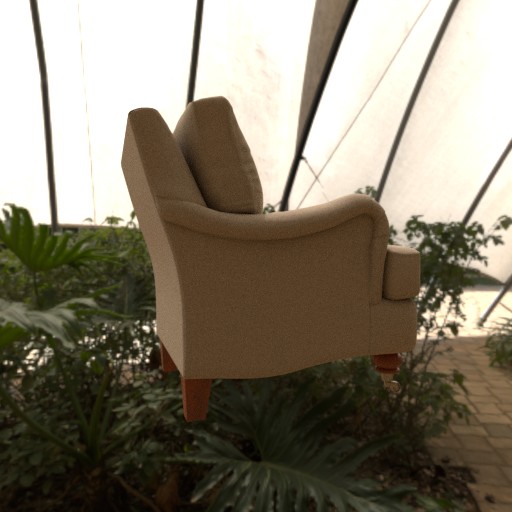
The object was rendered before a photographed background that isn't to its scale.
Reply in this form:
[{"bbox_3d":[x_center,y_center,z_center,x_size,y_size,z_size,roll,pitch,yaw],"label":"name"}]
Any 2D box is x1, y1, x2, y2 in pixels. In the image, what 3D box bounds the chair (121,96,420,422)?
[{"bbox_3d":[0.000,0.000,1.885,1.078,1.076,0.895,0,1,-18],"label":"chair"}]
